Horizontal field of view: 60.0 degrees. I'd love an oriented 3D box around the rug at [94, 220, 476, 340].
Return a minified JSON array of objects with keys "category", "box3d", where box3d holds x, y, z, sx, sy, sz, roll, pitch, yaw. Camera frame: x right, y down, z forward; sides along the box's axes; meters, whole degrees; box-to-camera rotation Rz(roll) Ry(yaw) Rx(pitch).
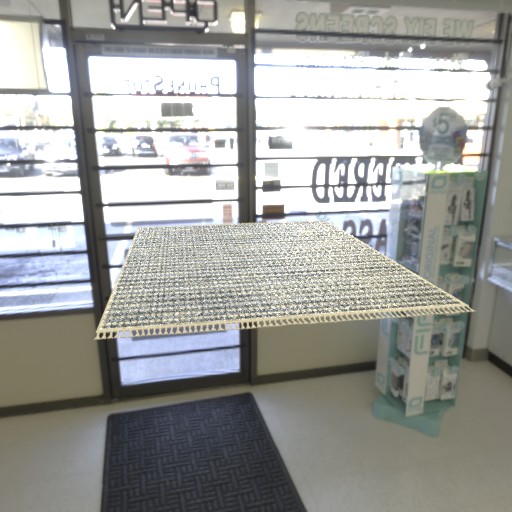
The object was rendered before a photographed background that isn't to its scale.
[{"category":"rug","box3d":[0.000,0.000,3.911,2.256,0.013,2.910,-3,16,-9]}]
